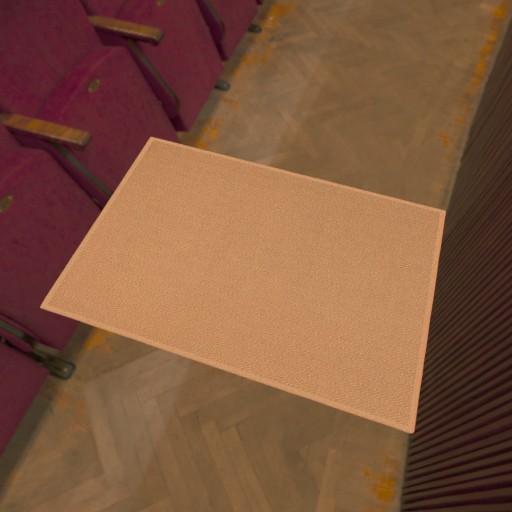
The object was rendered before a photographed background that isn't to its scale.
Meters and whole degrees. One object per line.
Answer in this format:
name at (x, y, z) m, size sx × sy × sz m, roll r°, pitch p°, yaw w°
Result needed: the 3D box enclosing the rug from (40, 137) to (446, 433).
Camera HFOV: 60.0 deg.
rug at (0.000, 0.000, 2.863) m, size 2.244 × 0.017 × 1.532 m, roll 16°, pitch 60°, yaw 10°
